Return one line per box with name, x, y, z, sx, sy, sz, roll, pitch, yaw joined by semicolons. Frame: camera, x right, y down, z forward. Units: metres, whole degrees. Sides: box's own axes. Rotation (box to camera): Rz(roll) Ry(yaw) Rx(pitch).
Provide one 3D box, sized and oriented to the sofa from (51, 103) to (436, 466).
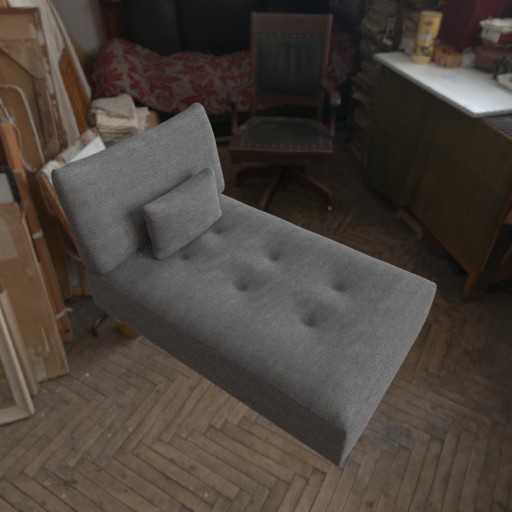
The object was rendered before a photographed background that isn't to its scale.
sofa;0.000;0.000;1.996;1.450;0.820;0.930;25;47;27
